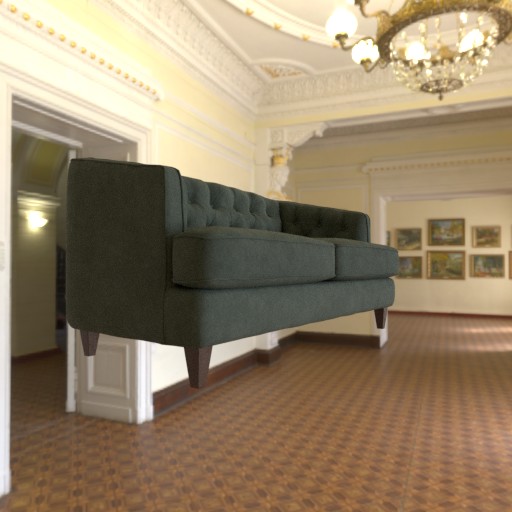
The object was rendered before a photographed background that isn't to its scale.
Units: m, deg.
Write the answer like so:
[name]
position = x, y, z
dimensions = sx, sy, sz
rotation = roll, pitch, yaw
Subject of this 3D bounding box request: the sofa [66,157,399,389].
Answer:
[sofa]
position = 0.000, 0.000, 2.246
dimensions = 0.941, 0.855, 1.733
rotation = -1, -1, 36
